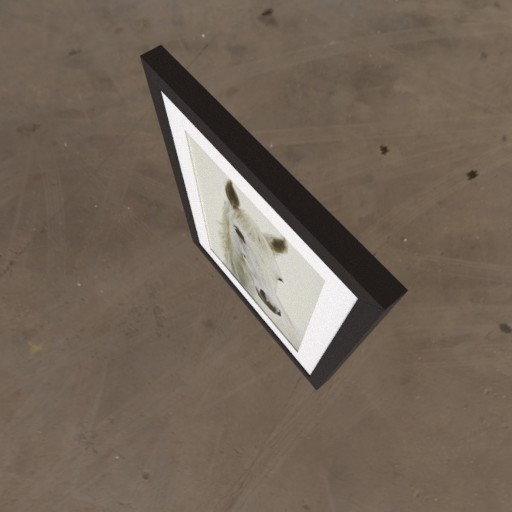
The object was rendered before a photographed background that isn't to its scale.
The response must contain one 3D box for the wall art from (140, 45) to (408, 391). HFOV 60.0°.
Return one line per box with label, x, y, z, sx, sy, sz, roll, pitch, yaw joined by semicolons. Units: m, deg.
wall art;0.000;0.000;0.773;0.034;0.552;0.455;-36;70;-15
